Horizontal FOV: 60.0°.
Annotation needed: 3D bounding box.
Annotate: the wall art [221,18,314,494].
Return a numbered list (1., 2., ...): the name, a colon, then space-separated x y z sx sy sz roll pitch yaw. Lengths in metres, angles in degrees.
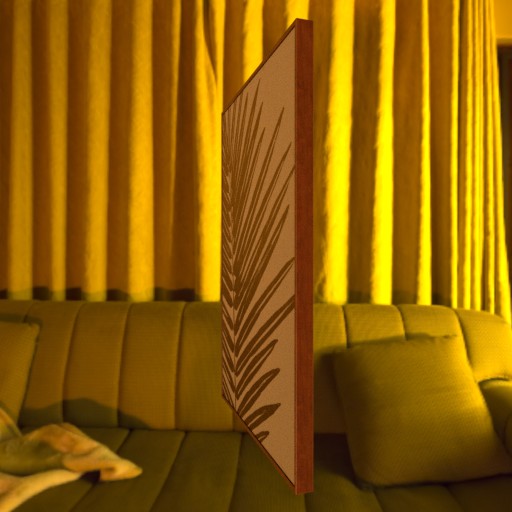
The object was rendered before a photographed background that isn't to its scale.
1. wall art: 0.000 0.000 1.144 0.037 0.914 0.610 0 1 -18
